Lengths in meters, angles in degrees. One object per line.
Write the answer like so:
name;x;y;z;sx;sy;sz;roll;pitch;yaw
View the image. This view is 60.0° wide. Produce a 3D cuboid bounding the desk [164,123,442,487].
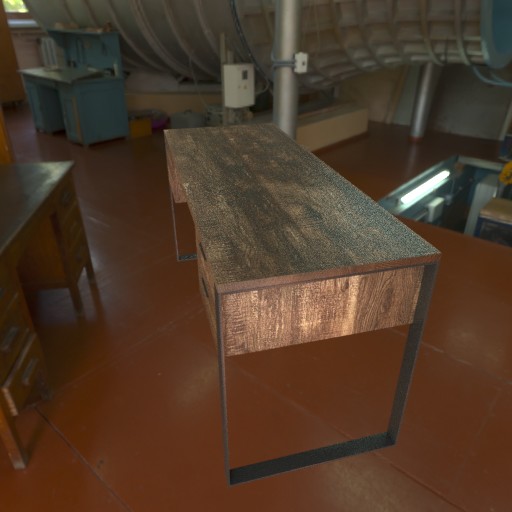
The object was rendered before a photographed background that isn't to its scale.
desk;0.000;0.000;1.918;0.599;0.762;1.524;-7;30;-13
